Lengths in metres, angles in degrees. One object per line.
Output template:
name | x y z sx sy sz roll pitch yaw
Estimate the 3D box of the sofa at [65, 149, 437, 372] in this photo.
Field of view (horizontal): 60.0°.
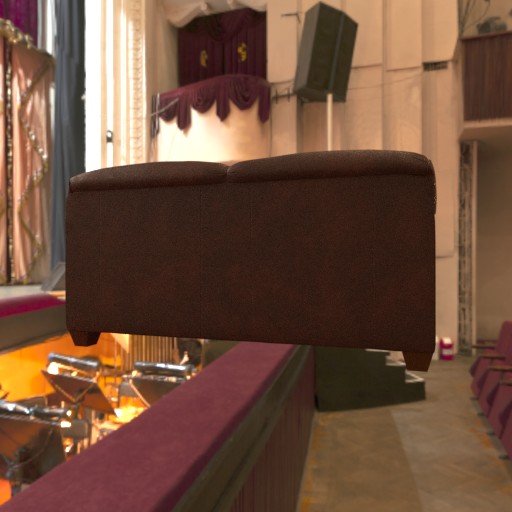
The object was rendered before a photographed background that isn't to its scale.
sofa | 0.000 0.000 2.531 1.856 0.966 1.000 0 0 18
